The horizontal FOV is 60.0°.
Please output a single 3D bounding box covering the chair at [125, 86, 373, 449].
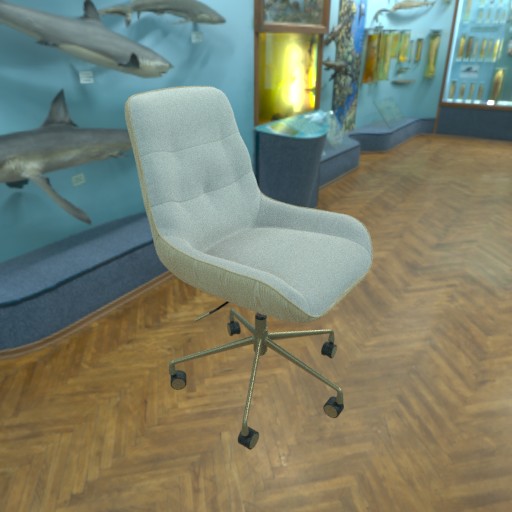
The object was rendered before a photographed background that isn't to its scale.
[{"bbox_3d":[0.000,0.000,1.376,0.668,0.952,0.564,17,31,32],"label":"chair"}]
